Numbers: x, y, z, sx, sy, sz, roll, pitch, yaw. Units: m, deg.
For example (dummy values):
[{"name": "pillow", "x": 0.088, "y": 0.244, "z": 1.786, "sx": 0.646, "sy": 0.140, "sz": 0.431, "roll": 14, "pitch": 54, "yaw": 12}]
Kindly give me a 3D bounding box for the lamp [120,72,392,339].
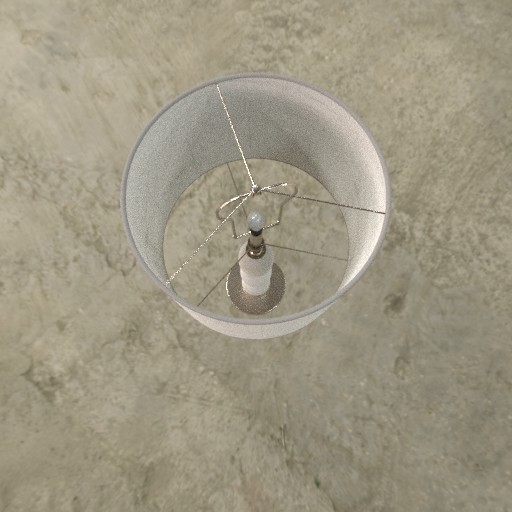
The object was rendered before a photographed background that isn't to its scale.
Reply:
[{"name": "lamp", "x": 0.000, "y": 0.000, "z": 0.728, "sx": 0.282, "sy": 0.559, "sz": 0.280, "roll": -18, "pitch": 76, "yaw": -5}]
